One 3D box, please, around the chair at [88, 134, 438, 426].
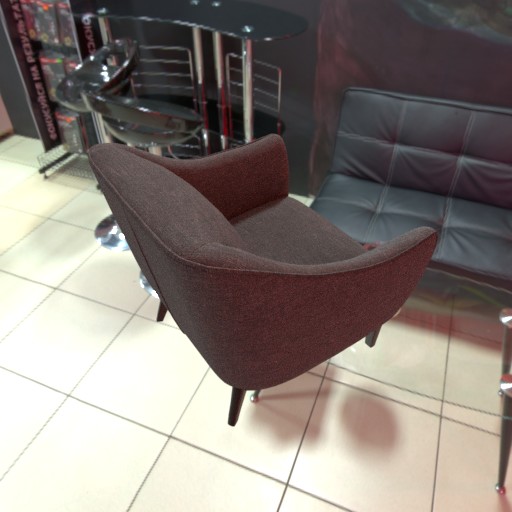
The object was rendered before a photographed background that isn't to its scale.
[{"bbox_3d":[0.000,0.000,1.586,0.851,0.829,0.870,-25,46,-26],"label":"chair"}]
